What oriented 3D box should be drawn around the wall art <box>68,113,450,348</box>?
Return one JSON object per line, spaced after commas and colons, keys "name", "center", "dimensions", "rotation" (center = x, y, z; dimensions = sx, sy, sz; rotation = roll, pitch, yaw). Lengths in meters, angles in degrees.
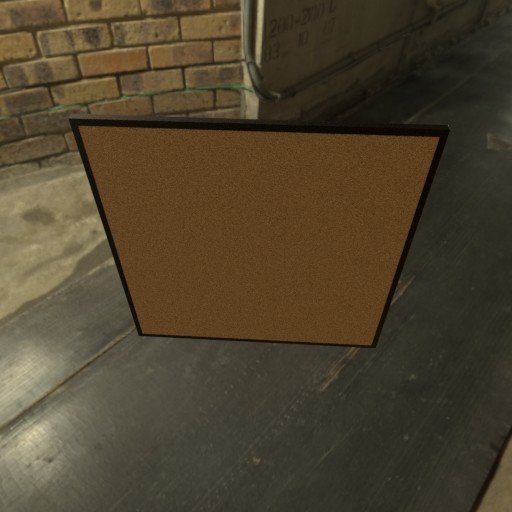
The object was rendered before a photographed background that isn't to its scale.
{"name": "wall art", "center": [0.000, 0.000, 0.695], "dimensions": [0.457, 0.458, 0.012], "rotation": [2, 45, 2]}
